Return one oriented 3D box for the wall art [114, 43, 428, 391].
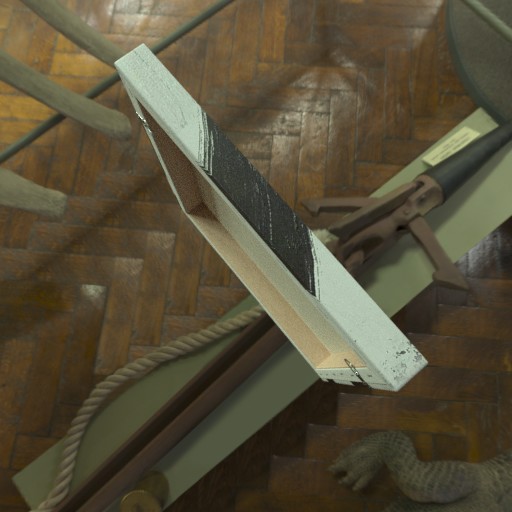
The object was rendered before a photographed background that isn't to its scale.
[{"bbox_3d":[0.000,0.000,0.748,0.050,0.508,0.507,-38,79,-9],"label":"wall art"}]
